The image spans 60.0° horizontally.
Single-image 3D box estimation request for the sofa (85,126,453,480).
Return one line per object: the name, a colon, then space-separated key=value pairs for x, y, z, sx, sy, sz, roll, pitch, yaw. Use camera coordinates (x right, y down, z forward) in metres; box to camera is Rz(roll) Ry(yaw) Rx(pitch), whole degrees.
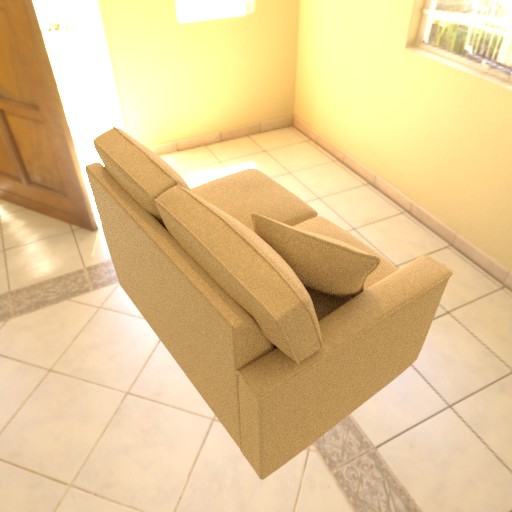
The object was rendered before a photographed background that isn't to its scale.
sofa: x=0.000 y=0.000 z=2.070 sx=0.991 sy=0.989 sz=1.388 roll=-26 pitch=47 yaw=-27
